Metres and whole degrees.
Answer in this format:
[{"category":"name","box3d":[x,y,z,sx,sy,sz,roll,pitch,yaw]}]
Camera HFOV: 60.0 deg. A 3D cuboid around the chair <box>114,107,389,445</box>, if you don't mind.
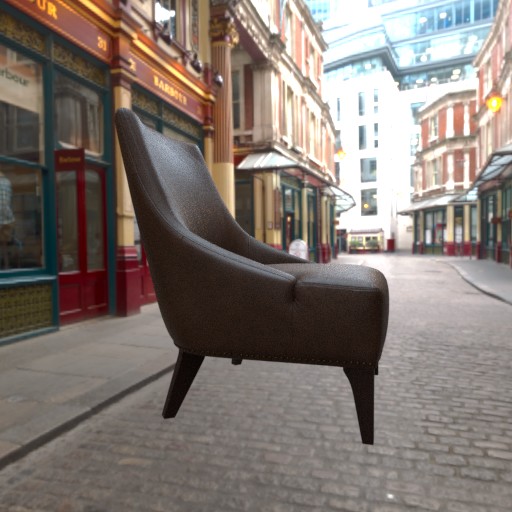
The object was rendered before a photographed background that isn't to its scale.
[{"category":"chair","box3d":[0.000,0.000,1.493,0.861,0.909,0.701,0,1,16]}]
